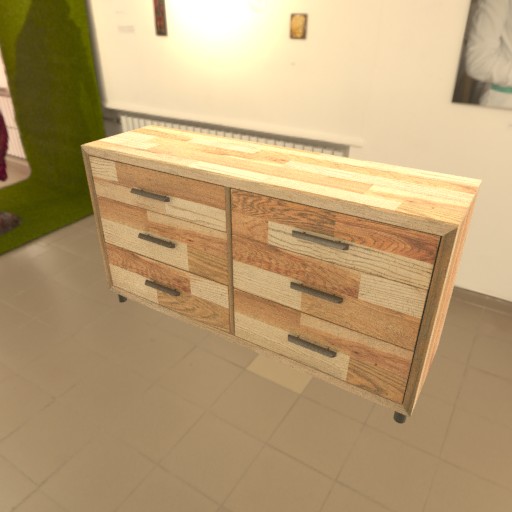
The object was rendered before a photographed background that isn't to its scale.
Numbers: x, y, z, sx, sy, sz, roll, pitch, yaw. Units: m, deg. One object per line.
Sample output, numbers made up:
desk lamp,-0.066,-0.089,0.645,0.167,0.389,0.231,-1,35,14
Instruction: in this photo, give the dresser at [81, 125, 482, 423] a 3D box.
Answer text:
dresser,0.000,0.000,1.920,1.547,0.834,0.487,17,34,27
